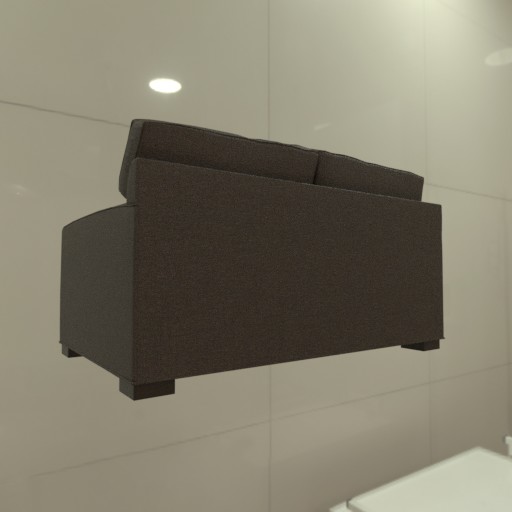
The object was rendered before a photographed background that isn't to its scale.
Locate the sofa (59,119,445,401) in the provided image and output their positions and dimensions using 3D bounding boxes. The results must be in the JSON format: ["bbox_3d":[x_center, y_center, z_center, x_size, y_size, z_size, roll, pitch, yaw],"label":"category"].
[{"bbox_3d":[0.000,0.000,2.087,1.534,0.887,0.974,2,-3,-35],"label":"sofa"}]
